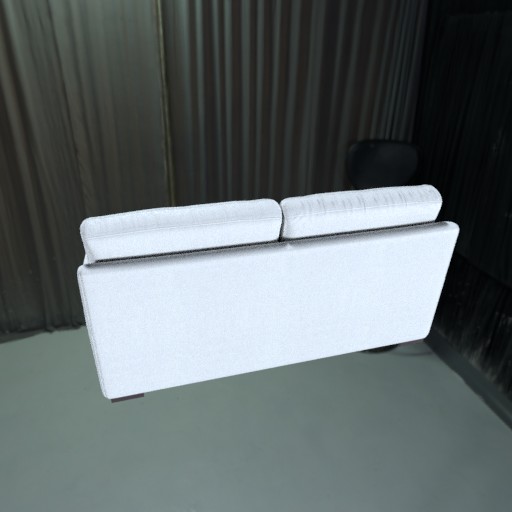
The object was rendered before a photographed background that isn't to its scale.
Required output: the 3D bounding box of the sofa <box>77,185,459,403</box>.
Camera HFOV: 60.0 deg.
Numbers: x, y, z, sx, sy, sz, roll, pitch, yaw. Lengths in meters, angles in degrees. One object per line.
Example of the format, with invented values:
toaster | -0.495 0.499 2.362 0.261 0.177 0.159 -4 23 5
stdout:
sofa | 0.000 0.000 2.596 1.880 0.940 1.143 -7 26 -15
